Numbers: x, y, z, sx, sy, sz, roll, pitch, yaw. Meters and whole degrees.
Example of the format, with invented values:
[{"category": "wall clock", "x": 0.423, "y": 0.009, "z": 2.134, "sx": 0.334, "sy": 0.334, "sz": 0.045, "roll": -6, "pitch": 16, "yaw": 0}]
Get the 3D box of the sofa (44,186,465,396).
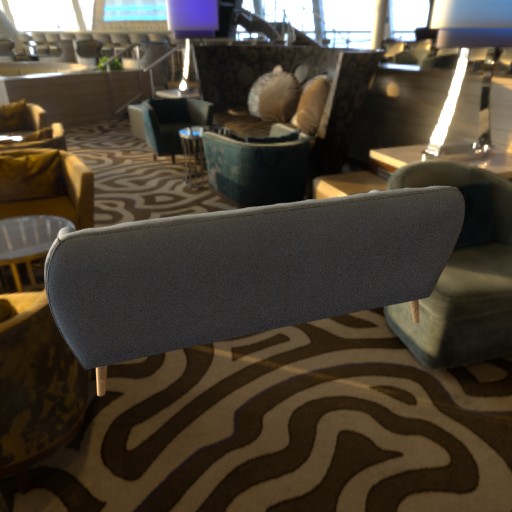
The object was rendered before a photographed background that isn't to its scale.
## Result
[{"category": "sofa", "x": 0.000, "y": 0.000, "z": 2.389, "sx": 1.975, "sy": 0.832, "sz": 0.841, "roll": -9, "pitch": 28, "yaw": -17}]
